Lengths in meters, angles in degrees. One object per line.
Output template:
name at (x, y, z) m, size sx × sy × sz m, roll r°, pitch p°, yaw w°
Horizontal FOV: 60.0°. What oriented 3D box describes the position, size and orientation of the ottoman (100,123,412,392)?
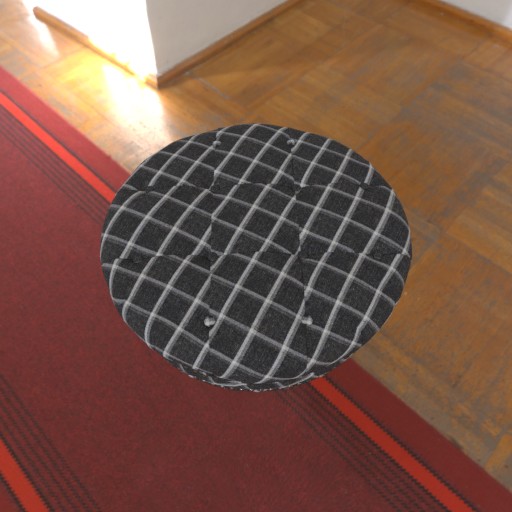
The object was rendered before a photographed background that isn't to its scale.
ottoman at (0.000, 0.000, 1.430) m, size 0.901 × 0.439 × 0.901 m, roll 0°, pitch 58°, yaw 0°
